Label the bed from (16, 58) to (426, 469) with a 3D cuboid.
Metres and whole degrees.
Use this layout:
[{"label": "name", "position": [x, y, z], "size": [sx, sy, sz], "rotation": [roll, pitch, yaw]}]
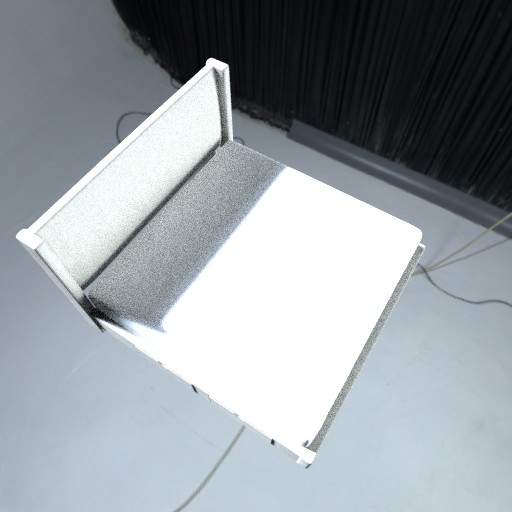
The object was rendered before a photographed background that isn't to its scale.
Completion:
[{"label": "bed", "position": [0.000, 0.000, 3.586], "size": [2.280, 1.470, 2.140], "rotation": [29, 64, 16]}]
